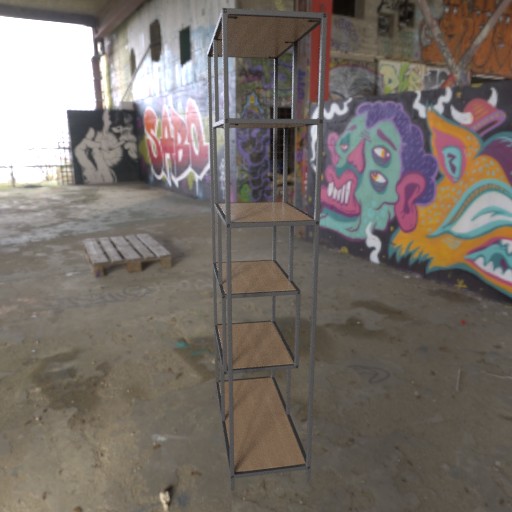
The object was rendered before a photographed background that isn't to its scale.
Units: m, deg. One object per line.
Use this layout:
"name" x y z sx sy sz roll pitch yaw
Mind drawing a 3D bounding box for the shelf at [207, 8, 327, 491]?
"shelf" 0.000 0.000 2.042 0.350 1.850 0.770 -2 15 -9
